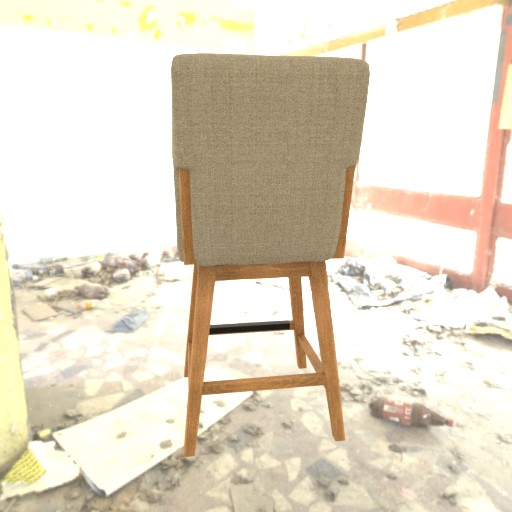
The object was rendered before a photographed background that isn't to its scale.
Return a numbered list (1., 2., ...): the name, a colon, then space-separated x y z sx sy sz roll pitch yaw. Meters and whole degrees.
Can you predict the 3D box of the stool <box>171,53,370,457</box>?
1. stool: 0.000 0.000 1.300 0.459 1.010 0.526 -2 15 -9
